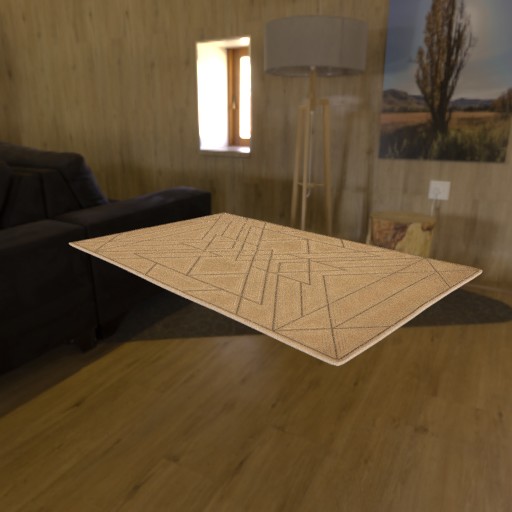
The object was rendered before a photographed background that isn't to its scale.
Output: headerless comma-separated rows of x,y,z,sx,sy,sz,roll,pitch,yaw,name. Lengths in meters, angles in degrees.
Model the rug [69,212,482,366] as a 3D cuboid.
0.000,0.000,3.069,2.459,0.023,1.575,17,24,42,rug
